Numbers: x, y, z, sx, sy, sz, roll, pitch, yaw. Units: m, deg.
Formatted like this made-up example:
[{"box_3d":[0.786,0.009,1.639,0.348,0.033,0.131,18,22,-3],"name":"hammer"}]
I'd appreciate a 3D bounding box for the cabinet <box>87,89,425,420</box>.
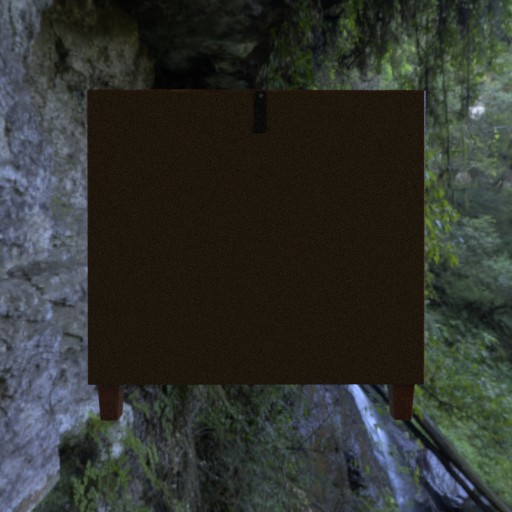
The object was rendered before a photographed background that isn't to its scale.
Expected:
[{"box_3d":[0.000,0.000,1.243,0.796,0.785,0.412,0,0,0],"name":"cabinet"}]
